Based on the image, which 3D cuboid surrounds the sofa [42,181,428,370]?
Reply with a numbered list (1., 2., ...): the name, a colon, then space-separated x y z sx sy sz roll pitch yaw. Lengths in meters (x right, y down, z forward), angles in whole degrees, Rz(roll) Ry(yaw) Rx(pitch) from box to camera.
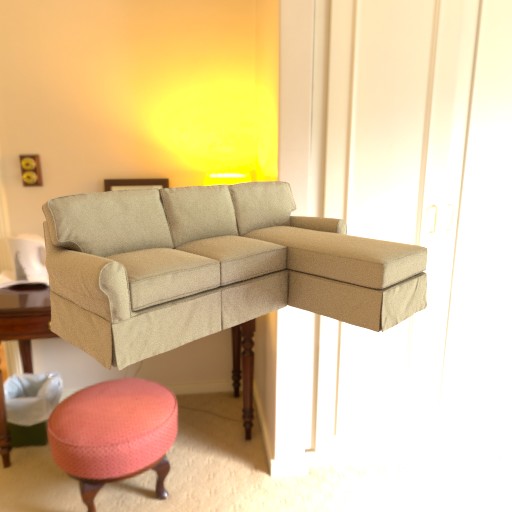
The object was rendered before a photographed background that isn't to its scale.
1. sofa: 0.000 0.000 3.297 1.733 0.978 2.475 12 18 43
